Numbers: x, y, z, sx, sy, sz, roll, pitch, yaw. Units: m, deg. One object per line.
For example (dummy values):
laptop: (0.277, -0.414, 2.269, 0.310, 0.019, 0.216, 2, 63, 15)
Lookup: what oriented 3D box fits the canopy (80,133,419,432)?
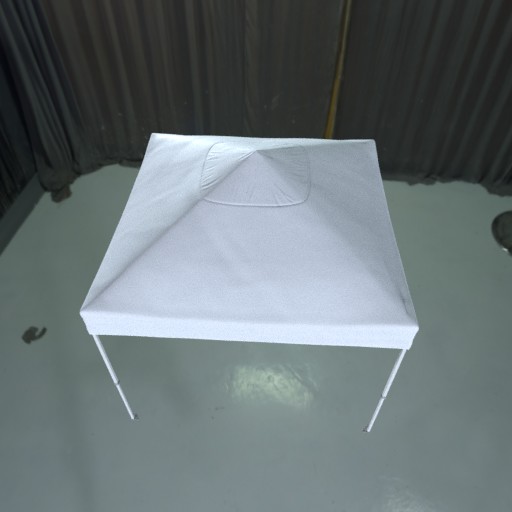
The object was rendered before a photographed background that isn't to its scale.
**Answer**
canopy: (0.000, 0.000, 5.421, 2.996, 2.997, 2.998, 2, 47, 2)
